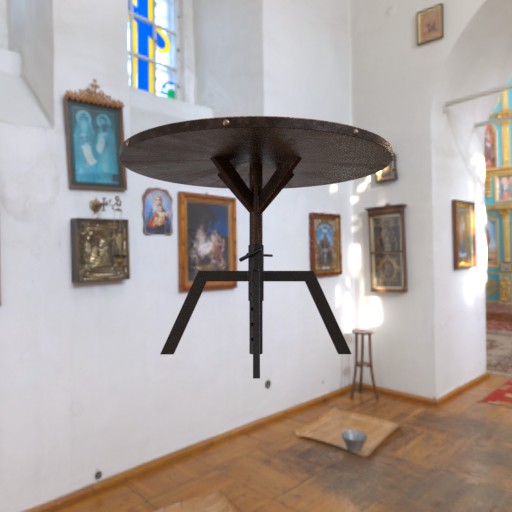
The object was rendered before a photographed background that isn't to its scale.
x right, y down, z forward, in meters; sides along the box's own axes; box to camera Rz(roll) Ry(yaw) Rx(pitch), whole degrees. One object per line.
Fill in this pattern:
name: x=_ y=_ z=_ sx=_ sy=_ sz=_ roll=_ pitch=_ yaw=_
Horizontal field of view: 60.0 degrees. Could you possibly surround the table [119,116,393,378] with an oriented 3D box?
table: x=0.000 y=0.000 z=1.497 sx=0.885 sy=0.658 sz=0.885 roll=0 pitch=-1 yaw=0
